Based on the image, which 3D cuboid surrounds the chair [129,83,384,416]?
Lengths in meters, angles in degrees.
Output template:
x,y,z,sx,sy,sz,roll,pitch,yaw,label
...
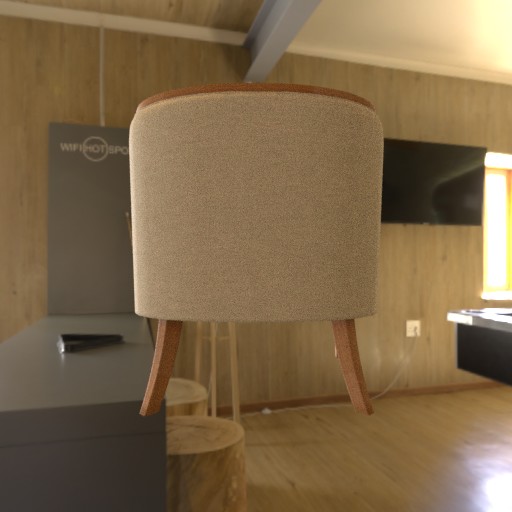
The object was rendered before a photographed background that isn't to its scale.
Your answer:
x,y,z,sx,sy,sz,roll,pitch,yaw,label
0.000,0.000,1.361,0.711,0.775,0.757,0,0,-1,chair
